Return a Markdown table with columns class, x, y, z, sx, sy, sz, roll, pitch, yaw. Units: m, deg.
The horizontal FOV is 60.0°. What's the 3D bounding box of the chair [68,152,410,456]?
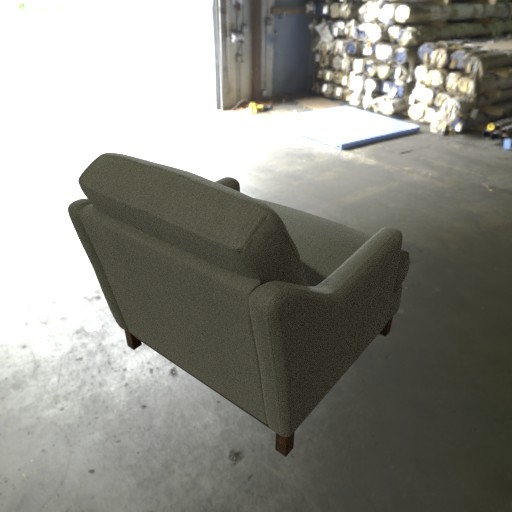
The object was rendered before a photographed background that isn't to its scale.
| class | x | y | z | sx | sy | sz | roll | pitch | yaw |
| --- | --- | --- | --- | --- | --- | --- | --- | --- | --- |
| chair | 0.000 | 0.000 | 1.567 | 0.826 | 0.821 | 0.892 | 23 | 38 | 33 |
